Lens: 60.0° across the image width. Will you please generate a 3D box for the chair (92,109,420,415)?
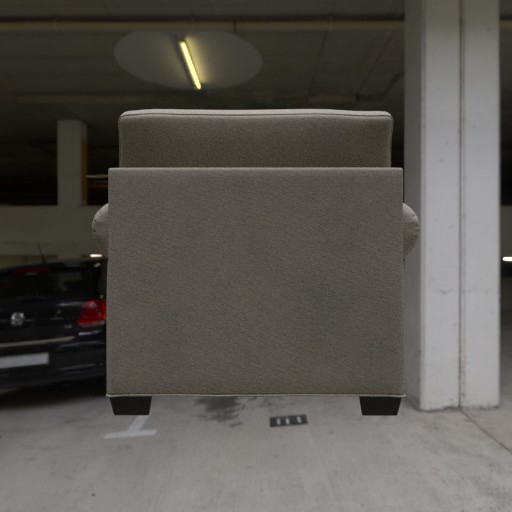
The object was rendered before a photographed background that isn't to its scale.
[{"bbox_3d":[0.000,0.000,1.894,1.147,1.044,0.939,0,0,0],"label":"chair"}]
